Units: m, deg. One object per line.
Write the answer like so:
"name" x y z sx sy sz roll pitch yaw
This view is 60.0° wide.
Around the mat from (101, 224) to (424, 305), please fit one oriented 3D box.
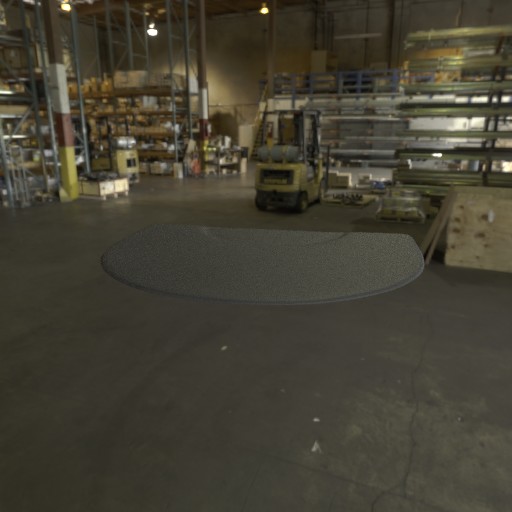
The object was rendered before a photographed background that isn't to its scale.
"mat" 0.000 0.000 1.638 1.220 0.016 0.917 3 16 11
